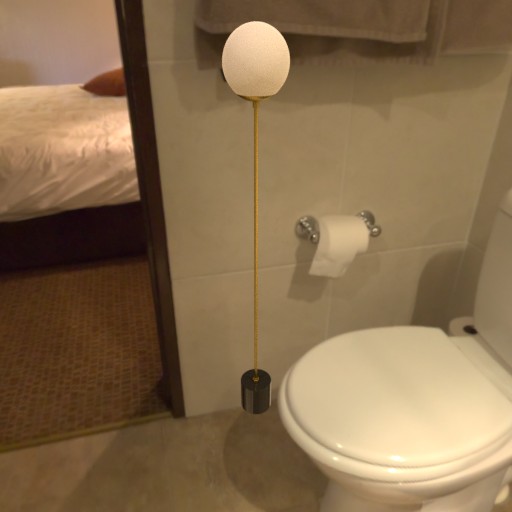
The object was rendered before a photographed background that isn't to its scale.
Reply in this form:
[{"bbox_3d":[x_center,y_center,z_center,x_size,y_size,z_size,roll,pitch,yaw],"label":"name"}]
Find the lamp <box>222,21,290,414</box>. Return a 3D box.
[{"bbox_3d":[0.000,0.000,1.868,0.229,1.748,0.229,21,36,32],"label":"lamp"}]
